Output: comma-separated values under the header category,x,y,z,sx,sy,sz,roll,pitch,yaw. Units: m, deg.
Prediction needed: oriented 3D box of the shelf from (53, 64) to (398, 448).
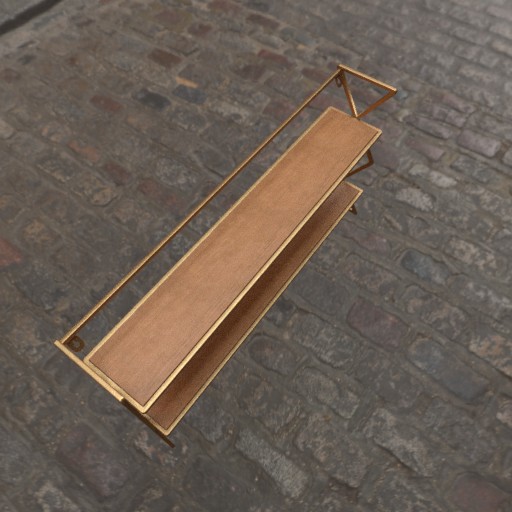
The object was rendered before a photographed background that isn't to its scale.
category,x,y,z,sx,sy,sz,roll,pitch,yaw
shelf,0.000,0.000,1.001,0.150,0.450,0.822,33,64,18
